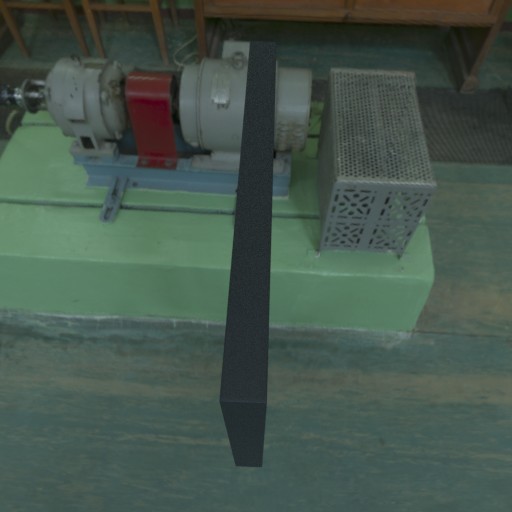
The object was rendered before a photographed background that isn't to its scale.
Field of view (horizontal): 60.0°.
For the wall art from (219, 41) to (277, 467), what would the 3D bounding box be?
[{"bbox_3d":[0.000,0.000,0.845,0.051,0.456,0.671,2,57,1],"label":"wall art"}]
